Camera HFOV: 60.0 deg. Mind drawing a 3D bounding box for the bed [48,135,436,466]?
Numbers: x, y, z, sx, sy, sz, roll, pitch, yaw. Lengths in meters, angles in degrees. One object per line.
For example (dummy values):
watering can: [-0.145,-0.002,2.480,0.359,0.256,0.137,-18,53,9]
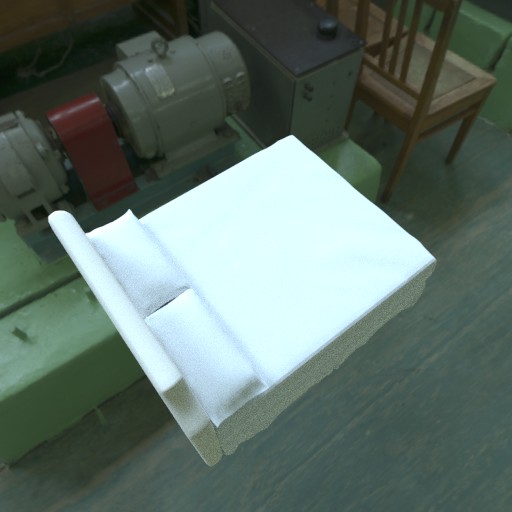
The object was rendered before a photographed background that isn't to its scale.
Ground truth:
bed: [0.000,0.000,3.851,2.548,1.524,2.134,-33,64,-19]
